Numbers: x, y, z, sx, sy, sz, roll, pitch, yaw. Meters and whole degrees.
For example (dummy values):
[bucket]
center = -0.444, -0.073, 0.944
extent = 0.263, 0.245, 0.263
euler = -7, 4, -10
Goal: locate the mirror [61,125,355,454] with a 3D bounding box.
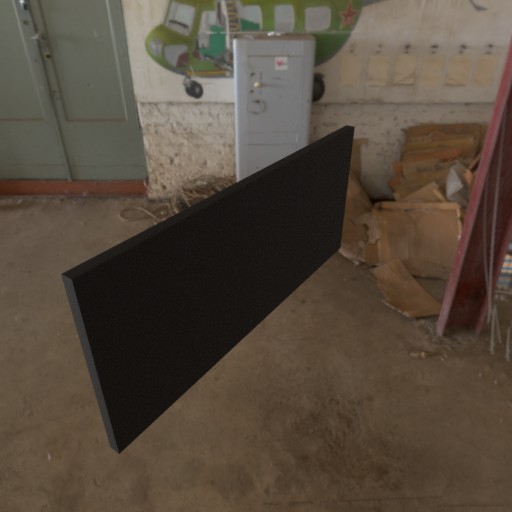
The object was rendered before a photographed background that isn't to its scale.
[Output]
[mirror]
center = 0.000, 0.000, 1.807
extent = 0.047, 0.692, 1.584
euler = 21, 38, 30
